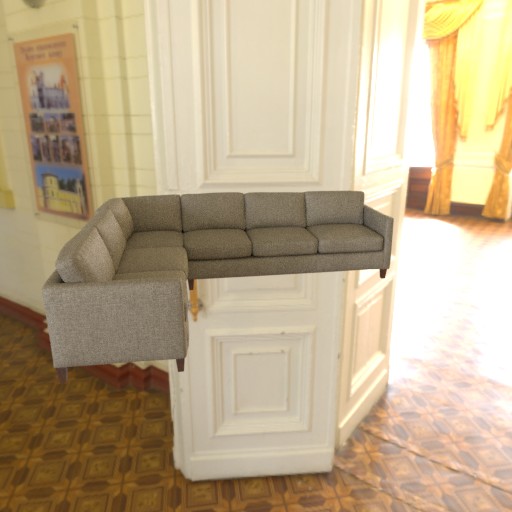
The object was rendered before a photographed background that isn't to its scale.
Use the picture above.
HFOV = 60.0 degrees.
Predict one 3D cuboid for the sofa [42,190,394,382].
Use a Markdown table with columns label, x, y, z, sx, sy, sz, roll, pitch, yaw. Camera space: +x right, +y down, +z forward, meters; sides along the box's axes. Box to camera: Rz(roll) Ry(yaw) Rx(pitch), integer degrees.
| label | x | y | z | sx | sy | sz | roll | pitch | yaw |
| --- | --- | --- | --- | --- | --- | --- | --- | --- | --- |
| sofa | 0.000 | 0.000 | 4.410 | 3.302 | 0.947 | 2.593 | -3 | 18 | -9 |
